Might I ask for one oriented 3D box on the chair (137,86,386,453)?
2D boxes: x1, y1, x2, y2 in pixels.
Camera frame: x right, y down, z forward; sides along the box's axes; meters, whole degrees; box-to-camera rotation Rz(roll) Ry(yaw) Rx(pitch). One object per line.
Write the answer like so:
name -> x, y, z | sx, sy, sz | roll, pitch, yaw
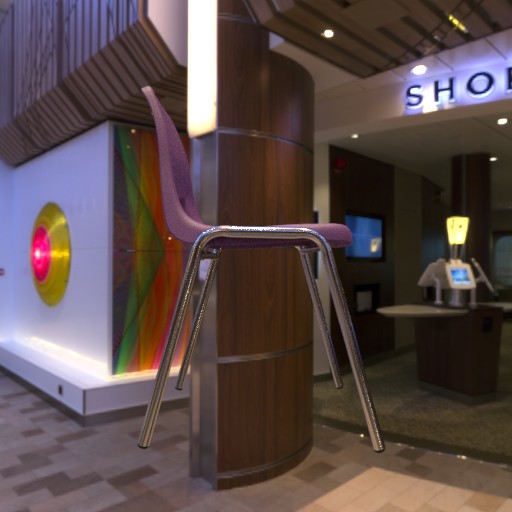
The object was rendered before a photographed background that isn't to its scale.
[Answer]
chair -> 0.000, 0.000, 0.920 | 0.432, 0.654, 0.381 | 0, -1, 0
